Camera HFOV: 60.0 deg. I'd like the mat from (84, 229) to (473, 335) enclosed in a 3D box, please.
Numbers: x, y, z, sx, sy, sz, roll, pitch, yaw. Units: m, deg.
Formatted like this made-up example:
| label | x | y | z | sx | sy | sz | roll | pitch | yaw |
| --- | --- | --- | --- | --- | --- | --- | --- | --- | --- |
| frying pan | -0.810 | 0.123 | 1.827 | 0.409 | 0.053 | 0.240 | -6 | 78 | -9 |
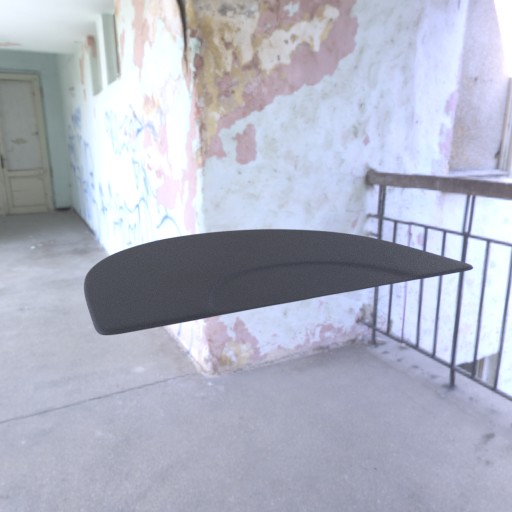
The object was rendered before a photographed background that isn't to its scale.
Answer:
| label | x | y | z | sx | sy | sz | roll | pitch | yaw |
| --- | --- | --- | --- | --- | --- | --- | --- | --- | --- |
| mat | 0.000 | 0.000 | 1.630 | 1.220 | 0.016 | 0.917 | -7 | 17 | -25 |
